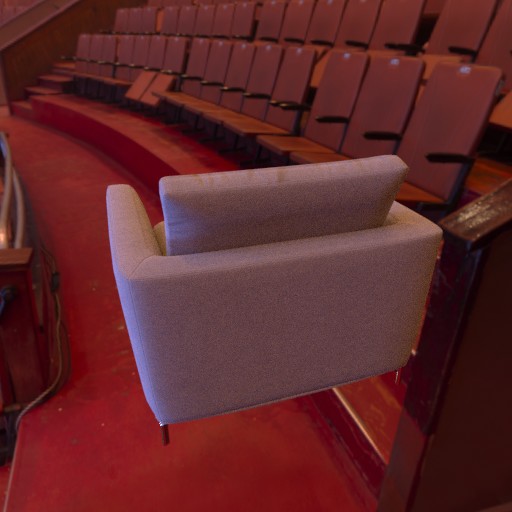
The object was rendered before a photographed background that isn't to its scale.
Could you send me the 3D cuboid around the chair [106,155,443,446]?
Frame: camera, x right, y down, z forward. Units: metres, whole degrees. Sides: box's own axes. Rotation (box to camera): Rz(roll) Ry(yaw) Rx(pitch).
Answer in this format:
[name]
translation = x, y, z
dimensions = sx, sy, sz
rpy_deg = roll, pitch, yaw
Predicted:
[chair]
translation = 0.000, 0.000, 1.707
dimensions = 1.041, 0.864, 0.889
rpy_deg = -8, 28, -16
